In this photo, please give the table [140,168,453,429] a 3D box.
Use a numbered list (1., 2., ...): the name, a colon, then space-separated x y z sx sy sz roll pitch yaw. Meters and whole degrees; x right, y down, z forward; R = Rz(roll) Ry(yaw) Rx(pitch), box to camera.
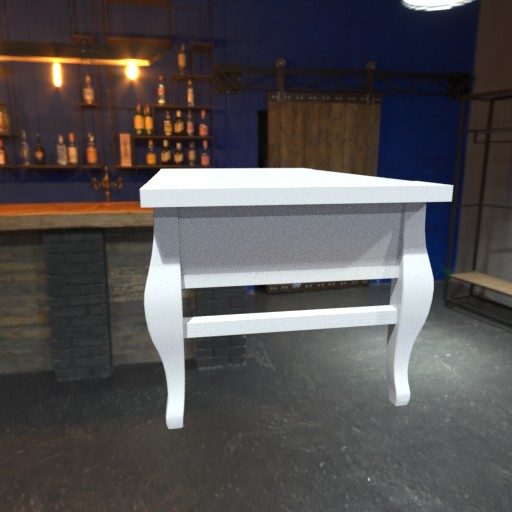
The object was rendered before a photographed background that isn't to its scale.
1. table: 0.000 0.000 1.364 0.600 0.495 1.062 -2 13 -10
